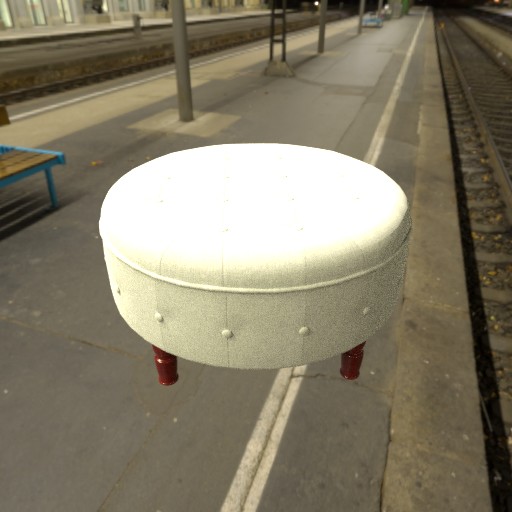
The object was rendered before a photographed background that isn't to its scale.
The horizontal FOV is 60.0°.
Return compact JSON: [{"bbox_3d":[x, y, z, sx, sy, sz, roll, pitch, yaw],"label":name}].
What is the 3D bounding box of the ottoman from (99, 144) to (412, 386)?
[{"bbox_3d":[0.000,0.000,1.338,0.850,0.483,0.850,0,30,0],"label":"ottoman"}]
